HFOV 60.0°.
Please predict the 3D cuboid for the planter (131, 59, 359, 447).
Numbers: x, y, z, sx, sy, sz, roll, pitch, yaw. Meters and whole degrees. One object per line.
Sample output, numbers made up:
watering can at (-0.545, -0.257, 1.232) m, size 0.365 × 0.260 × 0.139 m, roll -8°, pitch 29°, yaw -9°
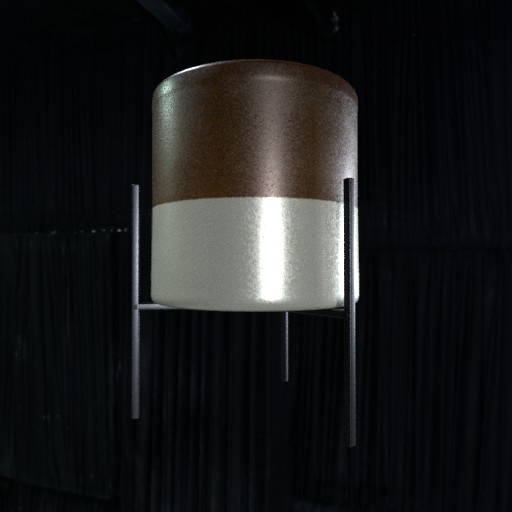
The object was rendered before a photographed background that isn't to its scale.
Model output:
planter at (0.000, 0.000, 0.553) m, size 0.255 × 0.375 × 0.269 m, roll 0°, pitch -1°, yaw 17°
